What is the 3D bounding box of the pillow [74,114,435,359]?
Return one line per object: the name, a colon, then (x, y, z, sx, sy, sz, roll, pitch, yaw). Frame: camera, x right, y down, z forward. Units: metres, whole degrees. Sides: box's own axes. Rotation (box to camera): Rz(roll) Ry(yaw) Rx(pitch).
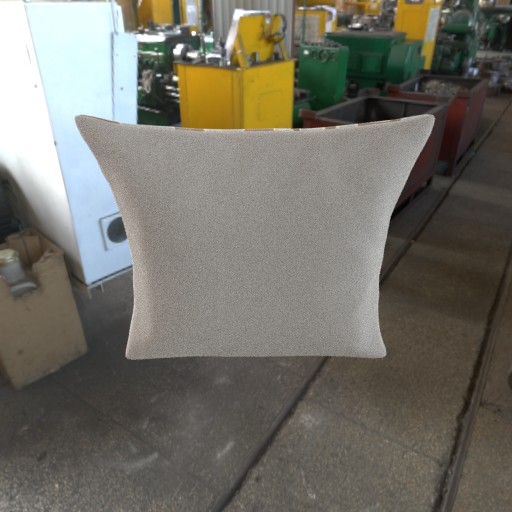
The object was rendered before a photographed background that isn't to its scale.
pillow: (0.000, 0.000, 0.810, 0.552, 0.508, 0.166, 0, 31, -1)
